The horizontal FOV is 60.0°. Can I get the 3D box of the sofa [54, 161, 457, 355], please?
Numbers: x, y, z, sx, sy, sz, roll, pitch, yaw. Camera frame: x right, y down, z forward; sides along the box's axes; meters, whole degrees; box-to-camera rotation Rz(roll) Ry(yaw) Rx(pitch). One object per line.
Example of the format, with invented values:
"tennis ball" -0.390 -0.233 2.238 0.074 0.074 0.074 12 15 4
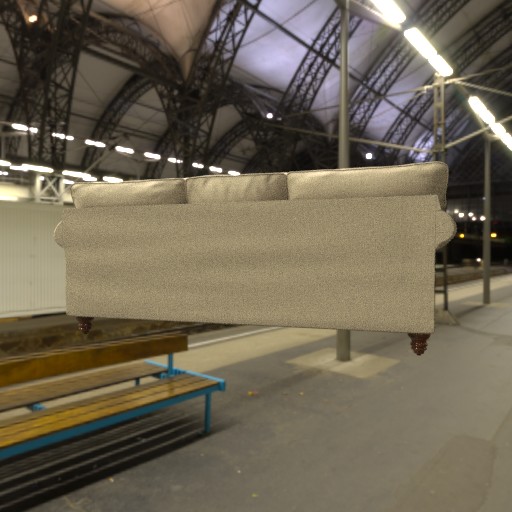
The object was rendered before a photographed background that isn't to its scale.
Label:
"sofa" 0.000 0.000 2.661 2.118 0.889 0.998 0 0 17
